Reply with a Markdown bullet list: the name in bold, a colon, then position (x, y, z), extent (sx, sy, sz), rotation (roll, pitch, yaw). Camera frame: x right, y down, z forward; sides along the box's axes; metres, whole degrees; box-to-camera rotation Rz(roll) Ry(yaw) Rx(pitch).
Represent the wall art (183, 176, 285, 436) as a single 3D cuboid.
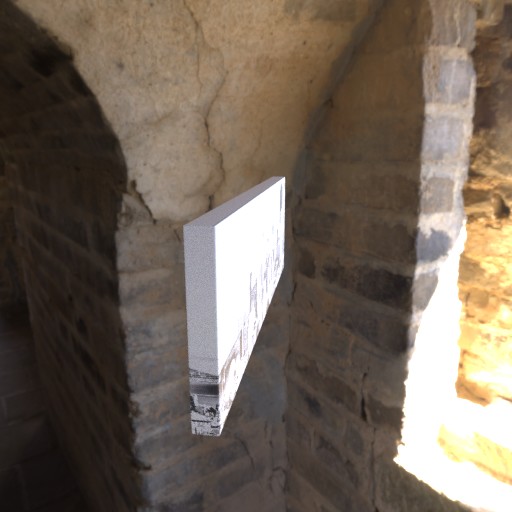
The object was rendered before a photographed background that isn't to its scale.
- **wall art**: position (0.000, 0.000, 0.871), extent (0.036, 0.256, 0.766), rotation (2, 14, 9)
